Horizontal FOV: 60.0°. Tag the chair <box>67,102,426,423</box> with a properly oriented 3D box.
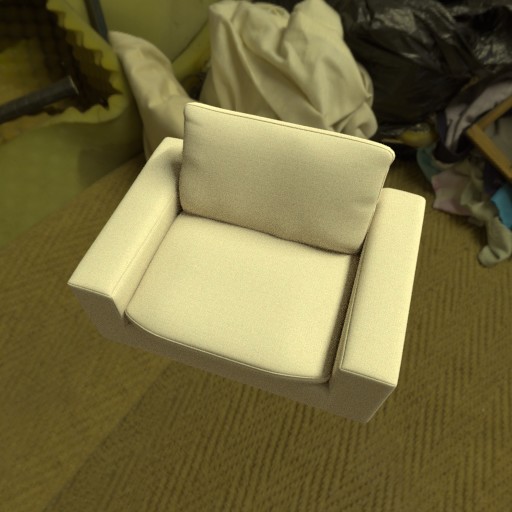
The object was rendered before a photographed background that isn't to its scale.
[{"bbox_3d":[0.000,0.000,2.072,1.398,0.915,1.039,15,57,10],"label":"chair"}]
